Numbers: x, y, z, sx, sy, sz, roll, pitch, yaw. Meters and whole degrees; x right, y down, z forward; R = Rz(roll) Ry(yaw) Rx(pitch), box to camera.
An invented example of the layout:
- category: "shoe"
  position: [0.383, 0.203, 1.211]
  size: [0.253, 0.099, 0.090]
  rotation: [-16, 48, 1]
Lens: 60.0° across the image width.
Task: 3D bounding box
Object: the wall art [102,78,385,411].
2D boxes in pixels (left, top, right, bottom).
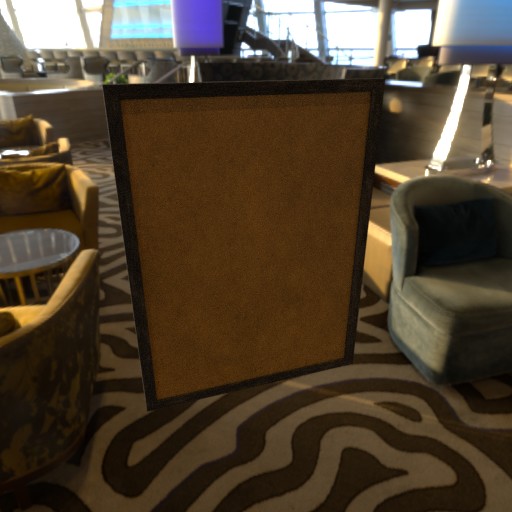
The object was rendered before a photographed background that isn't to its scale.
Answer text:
- category: "wall art"
  position: [0.000, 0.000, 1.451]
  size: [0.812, 1.066, 0.029]
  rotation: [-8, 26, -17]
